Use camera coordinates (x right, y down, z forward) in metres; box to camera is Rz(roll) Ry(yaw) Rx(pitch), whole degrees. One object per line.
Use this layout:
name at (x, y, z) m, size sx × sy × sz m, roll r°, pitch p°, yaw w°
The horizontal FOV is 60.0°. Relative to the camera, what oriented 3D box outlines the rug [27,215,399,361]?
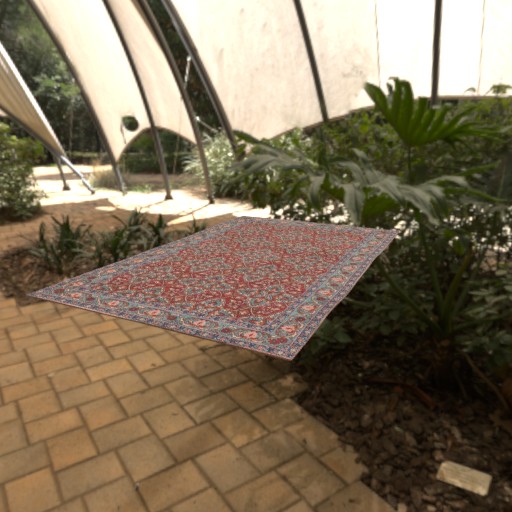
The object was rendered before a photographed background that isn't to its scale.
rug at (0.000, 0.000, 3.083) m, size 1.533 × 0.011 × 2.439 m, roll 8°, pitch 18°, yaw 26°
